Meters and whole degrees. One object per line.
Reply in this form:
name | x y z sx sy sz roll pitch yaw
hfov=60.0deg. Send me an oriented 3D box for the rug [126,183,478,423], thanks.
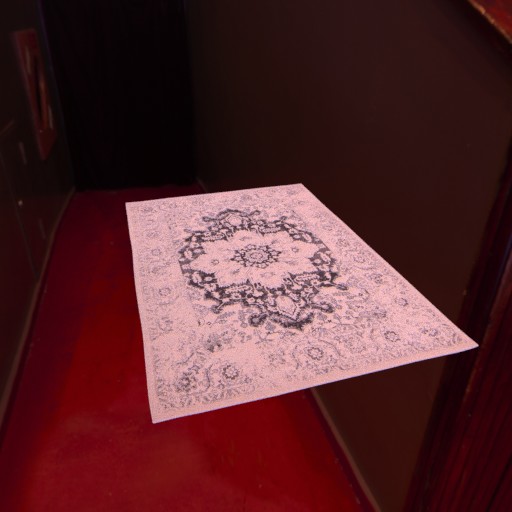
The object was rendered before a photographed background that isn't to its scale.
rug | 0.000 0.000 2.279 1.223 0.008 1.813 -9 31 -15
